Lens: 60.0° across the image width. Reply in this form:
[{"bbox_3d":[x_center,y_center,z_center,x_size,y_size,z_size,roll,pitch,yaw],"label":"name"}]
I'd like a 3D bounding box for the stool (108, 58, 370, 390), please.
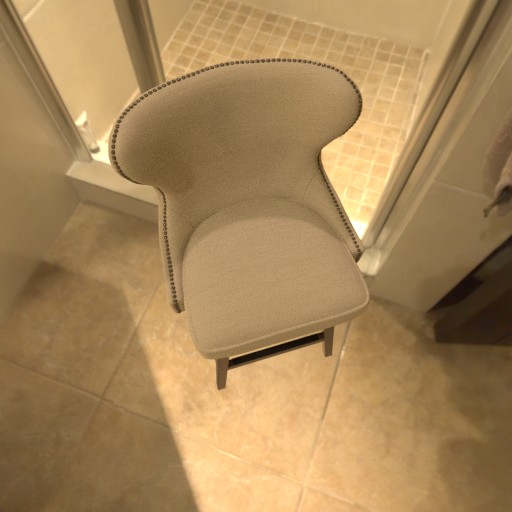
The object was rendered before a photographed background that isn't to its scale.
[{"bbox_3d":[0.000,0.000,1.362,0.615,0.972,0.597,-15,64,-7],"label":"stool"}]
